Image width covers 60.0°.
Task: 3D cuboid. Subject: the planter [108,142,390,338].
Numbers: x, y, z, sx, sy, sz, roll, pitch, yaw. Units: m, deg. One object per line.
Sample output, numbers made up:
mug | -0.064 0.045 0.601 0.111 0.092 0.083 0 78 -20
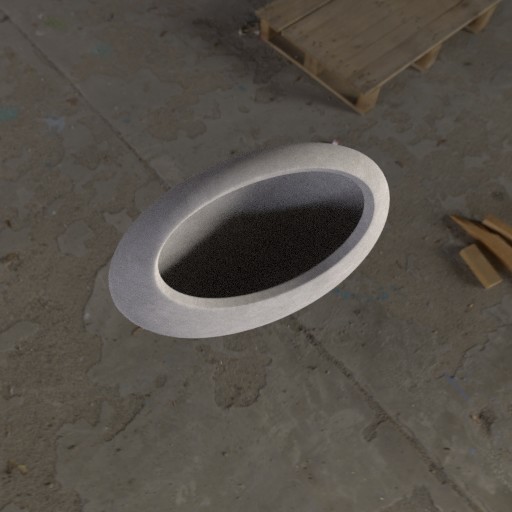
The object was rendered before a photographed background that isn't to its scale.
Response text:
planter | 0.000 0.000 0.288 0.185 0.188 0.071 -19 64 -10
